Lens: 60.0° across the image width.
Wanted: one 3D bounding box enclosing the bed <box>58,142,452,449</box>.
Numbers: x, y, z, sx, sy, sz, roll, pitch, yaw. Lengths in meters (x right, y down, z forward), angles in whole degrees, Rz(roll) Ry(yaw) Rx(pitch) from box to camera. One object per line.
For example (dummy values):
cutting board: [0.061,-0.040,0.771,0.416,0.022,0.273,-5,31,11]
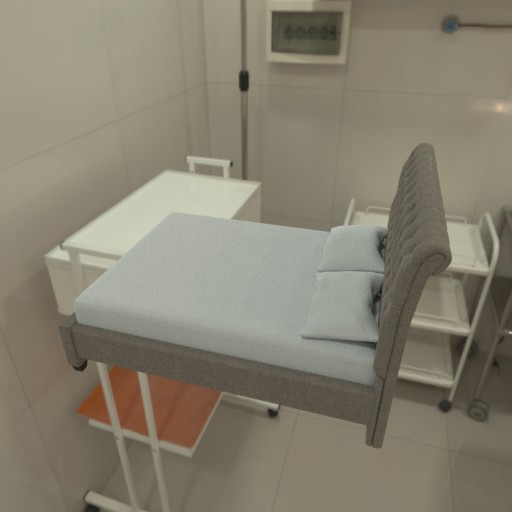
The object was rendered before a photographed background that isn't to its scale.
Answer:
bed: [0.000,0.000,3.178,2.252,1.371,1.645,9,31,14]
